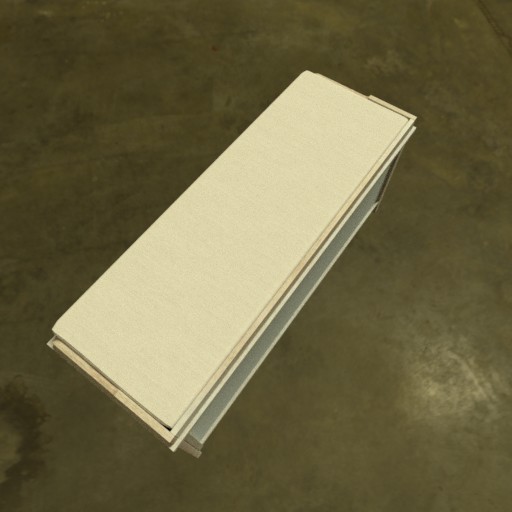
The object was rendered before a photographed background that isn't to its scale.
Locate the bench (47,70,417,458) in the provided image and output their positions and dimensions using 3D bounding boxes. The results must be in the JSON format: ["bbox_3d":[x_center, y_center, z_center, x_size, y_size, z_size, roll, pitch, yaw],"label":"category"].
[{"bbox_3d":[0.000,0.000,1.390,0.398,0.501,1.140,33,67,16],"label":"bench"}]
